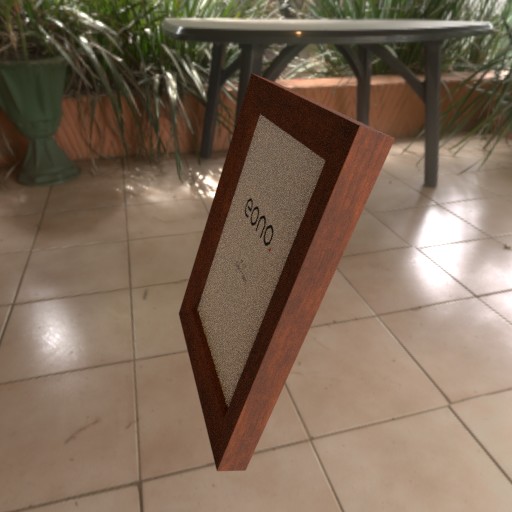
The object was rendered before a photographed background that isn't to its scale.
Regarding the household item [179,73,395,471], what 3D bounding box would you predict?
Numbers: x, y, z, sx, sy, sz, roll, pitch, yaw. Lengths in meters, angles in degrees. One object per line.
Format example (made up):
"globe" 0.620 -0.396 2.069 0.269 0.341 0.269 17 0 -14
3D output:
"household item" 0.000 0.000 0.294 0.096 0.204 0.160 -8 31 -14
